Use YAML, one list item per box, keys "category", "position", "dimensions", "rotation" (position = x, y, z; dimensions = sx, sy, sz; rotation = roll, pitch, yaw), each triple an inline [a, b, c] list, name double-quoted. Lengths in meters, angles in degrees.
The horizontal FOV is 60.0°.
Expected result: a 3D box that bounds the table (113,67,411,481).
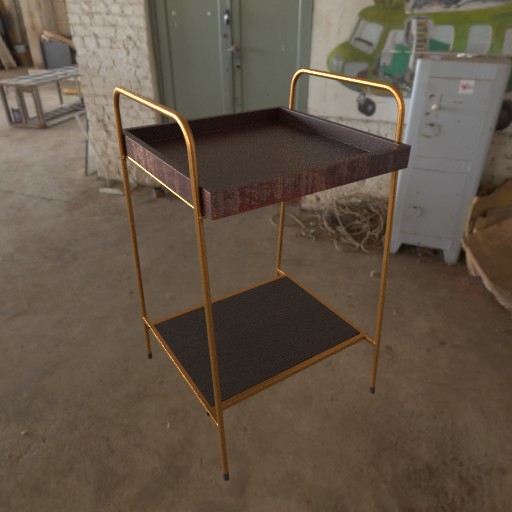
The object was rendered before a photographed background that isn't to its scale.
- category: "table"
  position: [0.000, 0.000, 0.971]
  dimensions: [0.430, 0.710, 0.430]
  rotation: [-18, 35, -28]
